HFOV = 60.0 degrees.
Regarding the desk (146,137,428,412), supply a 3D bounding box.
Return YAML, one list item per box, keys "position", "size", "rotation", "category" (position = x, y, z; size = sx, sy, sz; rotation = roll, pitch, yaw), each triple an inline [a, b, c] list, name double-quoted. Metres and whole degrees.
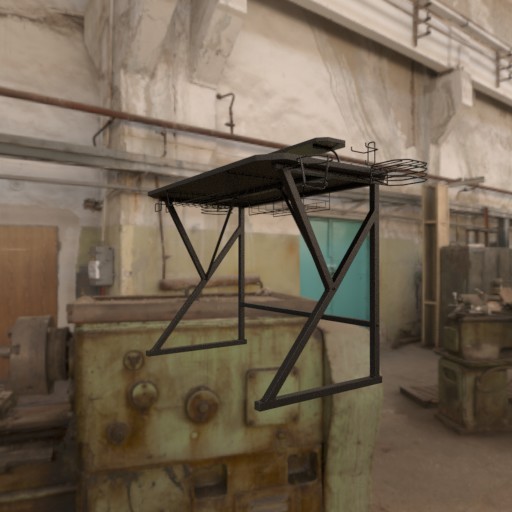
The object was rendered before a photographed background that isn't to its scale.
- position: [0.000, 0.000, 1.766]
  size: [0.580, 0.880, 1.290]
  rotation: [0, -1, -34]
  category: "desk"
